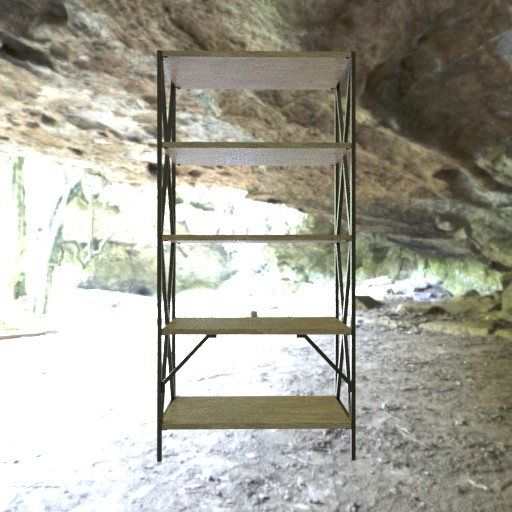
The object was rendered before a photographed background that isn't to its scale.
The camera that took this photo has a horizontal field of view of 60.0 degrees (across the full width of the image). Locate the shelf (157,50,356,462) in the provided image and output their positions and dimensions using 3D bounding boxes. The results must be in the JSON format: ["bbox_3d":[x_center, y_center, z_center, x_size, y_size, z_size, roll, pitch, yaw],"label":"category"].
[{"bbox_3d":[0.000,0.000,2.141,0.874,1.803,0.386,0,0,-1],"label":"shelf"}]
